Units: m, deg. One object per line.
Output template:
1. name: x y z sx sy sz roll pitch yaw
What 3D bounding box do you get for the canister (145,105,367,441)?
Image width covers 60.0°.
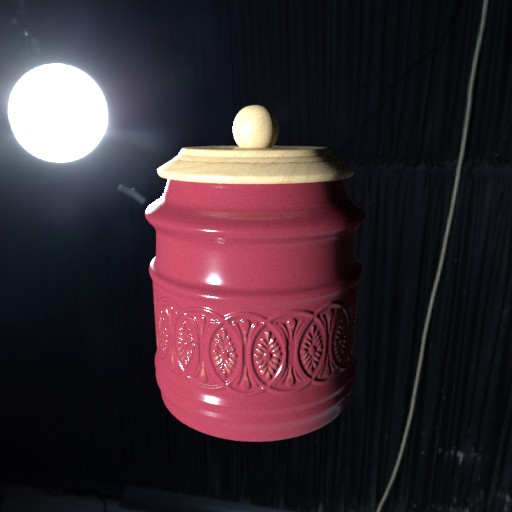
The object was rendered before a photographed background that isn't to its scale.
1. canister: 0.000 0.000 0.274 0.130 0.176 0.130 0 15 0
